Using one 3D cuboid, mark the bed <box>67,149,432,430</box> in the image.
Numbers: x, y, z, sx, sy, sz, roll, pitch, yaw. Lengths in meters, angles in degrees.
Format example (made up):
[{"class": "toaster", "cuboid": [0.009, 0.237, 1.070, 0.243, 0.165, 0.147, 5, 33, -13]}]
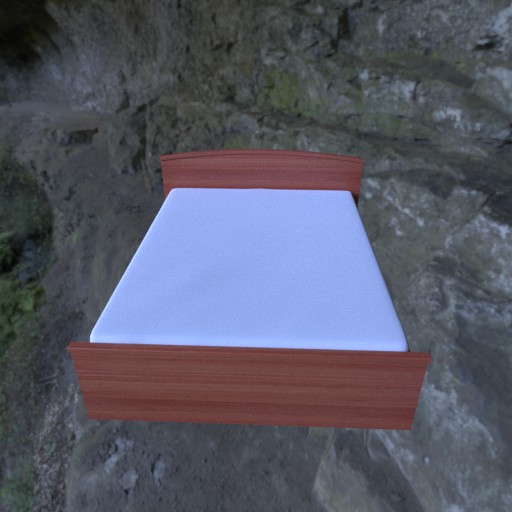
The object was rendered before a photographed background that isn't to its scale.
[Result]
[{"class": "bed", "cuboid": [0.000, 0.000, 2.965, 1.683, 0.848, 2.053, 1, 30, 2]}]
